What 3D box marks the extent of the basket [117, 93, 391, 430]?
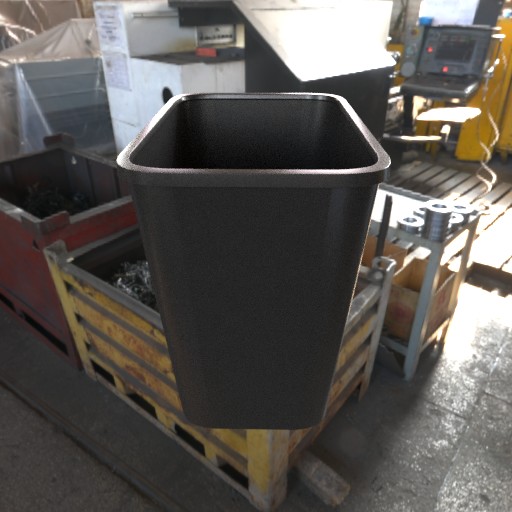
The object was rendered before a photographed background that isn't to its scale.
[{"bbox_3d":[0.000,0.000,0.513,0.211,0.307,0.300,1,30,1],"label":"basket"}]
